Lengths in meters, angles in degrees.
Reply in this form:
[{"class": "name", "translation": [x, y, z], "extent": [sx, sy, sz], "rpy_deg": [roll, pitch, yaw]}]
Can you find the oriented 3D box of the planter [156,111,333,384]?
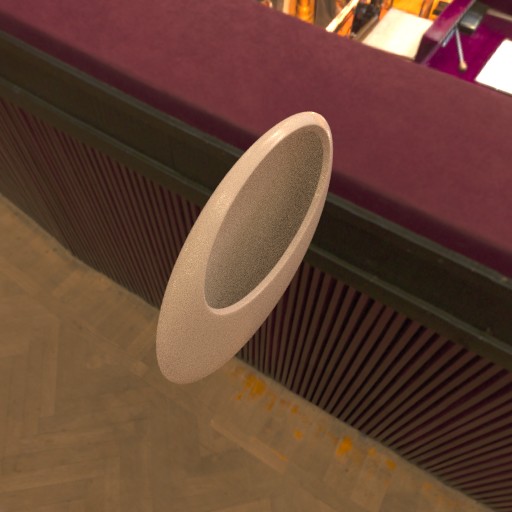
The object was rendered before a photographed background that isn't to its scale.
[{"class": "planter", "translation": [0.000, 0.000, 0.286], "extent": [0.043, 0.188, 0.185], "rpy_deg": [29, 63, 17]}]
